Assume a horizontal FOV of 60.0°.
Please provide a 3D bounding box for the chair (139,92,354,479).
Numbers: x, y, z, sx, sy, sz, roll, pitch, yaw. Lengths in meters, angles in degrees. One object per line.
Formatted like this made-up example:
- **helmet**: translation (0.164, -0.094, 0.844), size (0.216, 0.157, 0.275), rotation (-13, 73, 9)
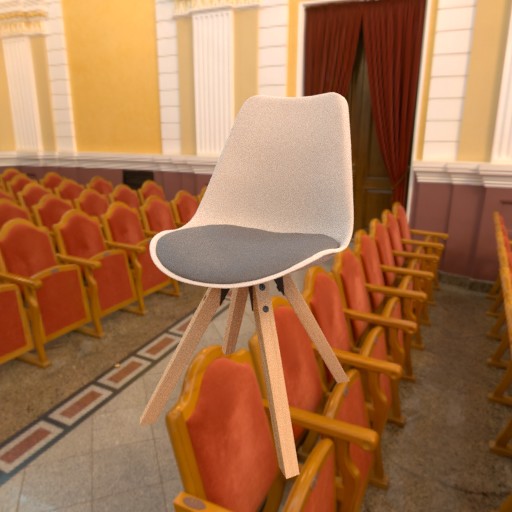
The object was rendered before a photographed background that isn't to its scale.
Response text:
- **chair**: translation (0.000, 0.000, 1.183), size (0.485, 0.850, 0.550), rotation (8, 17, 25)
